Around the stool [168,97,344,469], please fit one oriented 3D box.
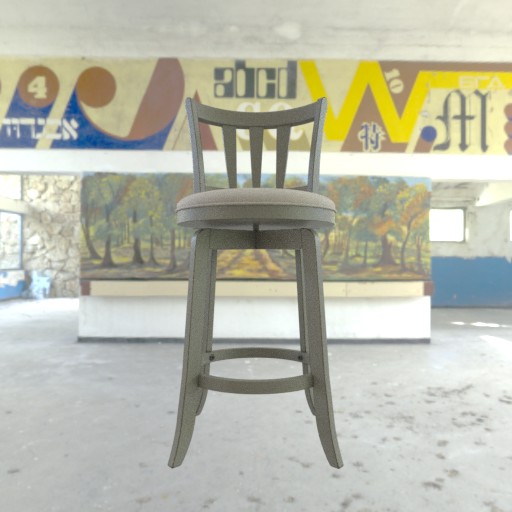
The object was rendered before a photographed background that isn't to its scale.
[{"bbox_3d":[0.000,0.000,1.242,0.450,0.994,0.486,0,0,0],"label":"stool"}]
